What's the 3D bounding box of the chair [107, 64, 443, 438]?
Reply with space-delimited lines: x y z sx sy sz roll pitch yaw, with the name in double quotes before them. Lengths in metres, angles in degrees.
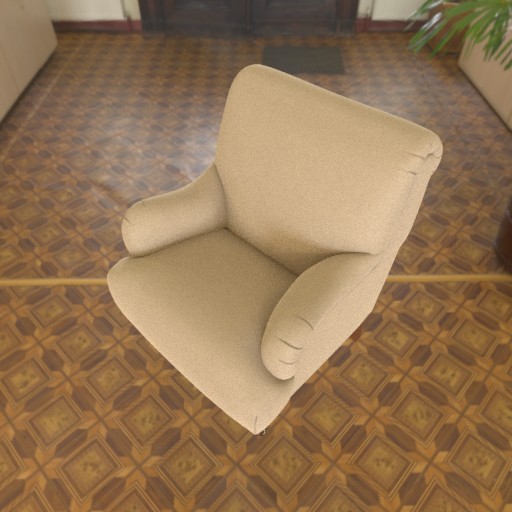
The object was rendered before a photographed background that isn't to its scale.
"chair" 0.000 0.000 1.527 0.766 0.942 0.842 34 55 29
